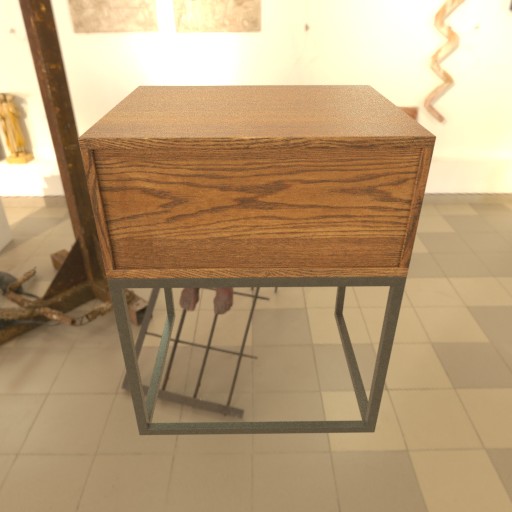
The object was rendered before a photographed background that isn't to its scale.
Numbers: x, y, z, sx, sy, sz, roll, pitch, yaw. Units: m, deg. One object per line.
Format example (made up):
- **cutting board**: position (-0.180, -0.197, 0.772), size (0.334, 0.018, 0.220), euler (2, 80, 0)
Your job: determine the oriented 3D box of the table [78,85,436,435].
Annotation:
- **table**: position (0.000, 0.000, 0.923), size (0.482, 0.610, 0.400), euler (0, 31, -1)
